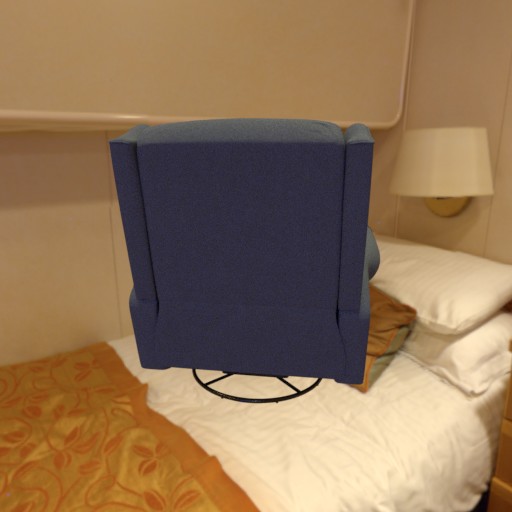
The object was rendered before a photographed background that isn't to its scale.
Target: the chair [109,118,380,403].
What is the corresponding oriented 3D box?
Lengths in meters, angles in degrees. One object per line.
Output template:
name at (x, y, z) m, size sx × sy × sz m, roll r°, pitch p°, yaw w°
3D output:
chair at (0.000, 0.000, 1.754) m, size 0.971 × 1.020 × 0.877 m, roll 2°, pitch 15°, yaw 8°
